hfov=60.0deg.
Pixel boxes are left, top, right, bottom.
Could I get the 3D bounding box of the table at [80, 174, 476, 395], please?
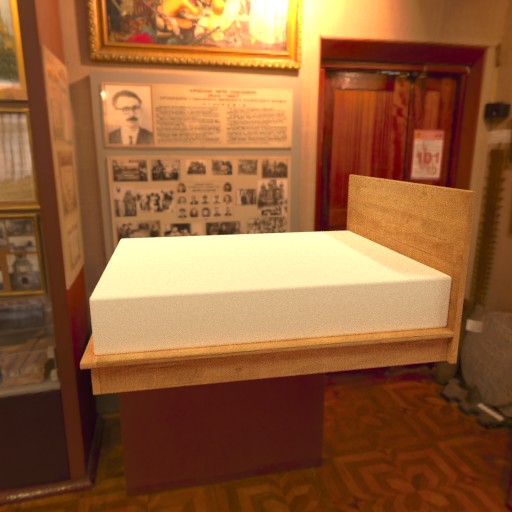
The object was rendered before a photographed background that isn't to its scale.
[{"bbox_3d":[0.000,0.000,3.186,2.149,1.041,1.707,-3,14,-11],"label":"table"}]
